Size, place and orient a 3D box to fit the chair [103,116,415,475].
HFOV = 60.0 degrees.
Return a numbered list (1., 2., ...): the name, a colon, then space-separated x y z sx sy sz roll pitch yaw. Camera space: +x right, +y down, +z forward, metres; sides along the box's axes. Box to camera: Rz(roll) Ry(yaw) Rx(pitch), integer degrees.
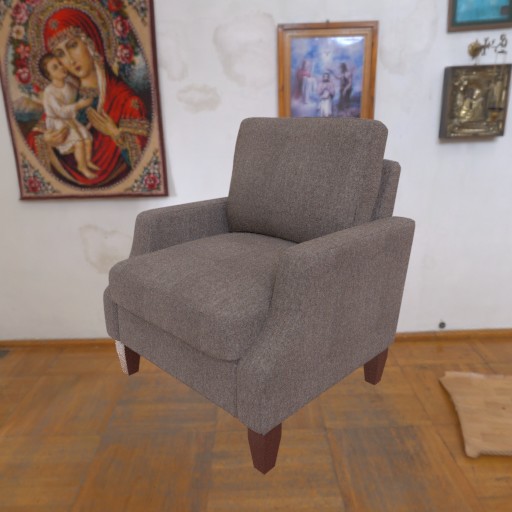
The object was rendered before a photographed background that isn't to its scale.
1. chair: 0.000 0.000 1.653 0.855 0.993 0.897 16 23 42
